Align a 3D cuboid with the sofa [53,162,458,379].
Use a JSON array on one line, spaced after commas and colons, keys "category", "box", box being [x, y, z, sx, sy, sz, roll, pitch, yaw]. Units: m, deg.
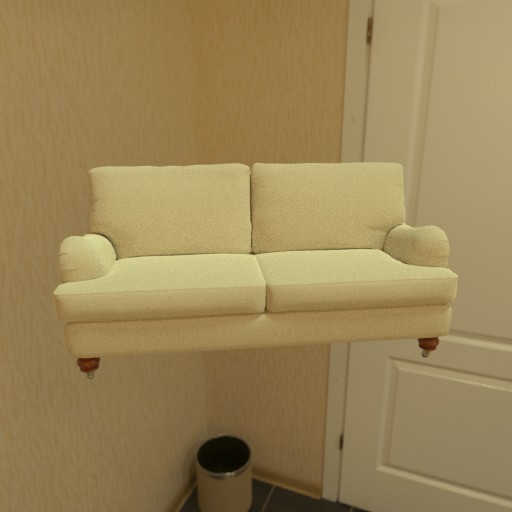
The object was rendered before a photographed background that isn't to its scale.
[{"category": "sofa", "box": [0.000, 0.000, 2.757, 2.159, 1.087, 1.086, -2, 18, -6]}]
